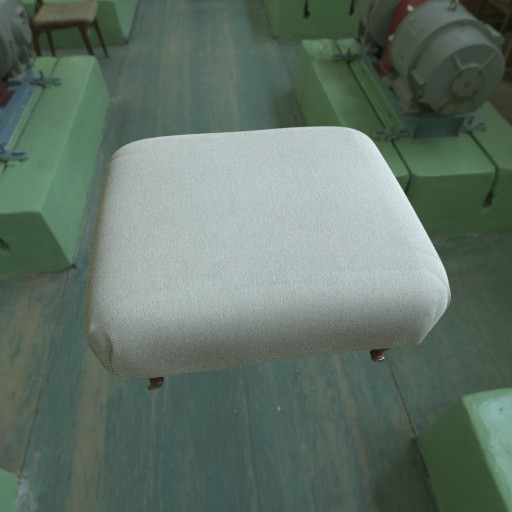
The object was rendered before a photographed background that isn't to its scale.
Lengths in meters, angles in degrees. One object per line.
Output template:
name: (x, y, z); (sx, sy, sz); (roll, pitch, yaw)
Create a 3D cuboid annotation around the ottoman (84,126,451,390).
ottoman: (0.000, 0.000, 1.140); (0.746, 0.450, 0.639); (-6, 47, -5)
